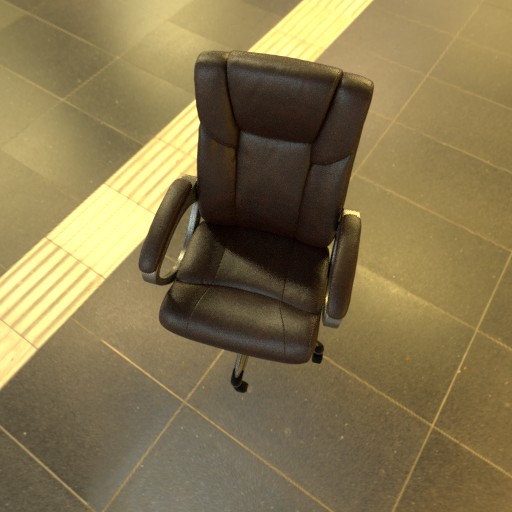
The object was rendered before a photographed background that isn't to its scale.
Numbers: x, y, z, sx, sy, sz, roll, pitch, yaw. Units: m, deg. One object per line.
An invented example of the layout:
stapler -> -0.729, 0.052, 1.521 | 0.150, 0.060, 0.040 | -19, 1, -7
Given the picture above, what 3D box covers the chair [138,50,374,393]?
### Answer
chair -> 0.000, 0.000, 1.542 | 0.656, 1.128, 0.692 | 13, 61, 7
